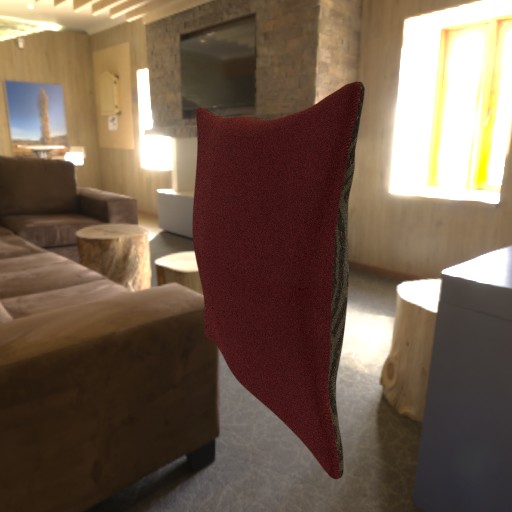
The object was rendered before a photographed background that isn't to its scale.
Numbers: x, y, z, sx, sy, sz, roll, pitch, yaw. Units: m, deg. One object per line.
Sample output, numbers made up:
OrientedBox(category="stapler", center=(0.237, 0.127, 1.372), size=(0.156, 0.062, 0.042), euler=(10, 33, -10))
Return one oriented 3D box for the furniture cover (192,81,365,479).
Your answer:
OrientedBox(category="furniture cover", center=(0.000, 0.000, 0.760), size=(0.163, 0.513, 0.514), euler=(-7, 16, -25))
